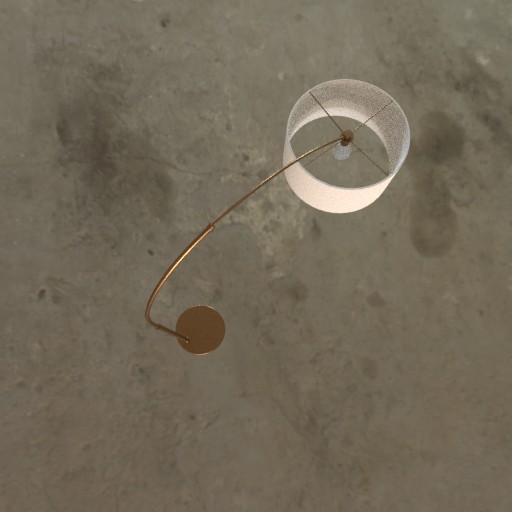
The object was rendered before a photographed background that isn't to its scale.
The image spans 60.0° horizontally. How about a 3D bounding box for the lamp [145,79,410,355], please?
[{"bbox_3d":[0.000,0.000,2.512,1.434,1.927,0.493,-37,78,-9],"label":"lamp"}]
